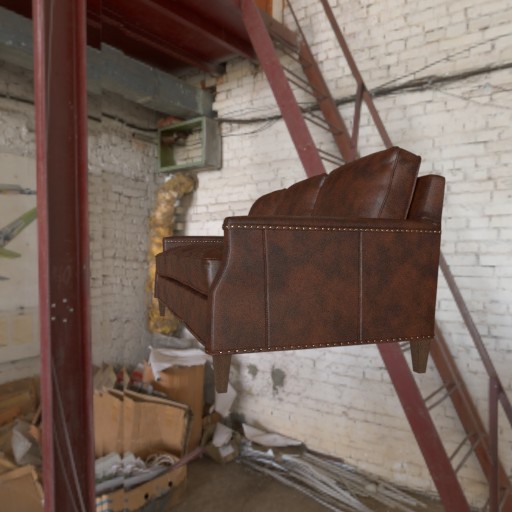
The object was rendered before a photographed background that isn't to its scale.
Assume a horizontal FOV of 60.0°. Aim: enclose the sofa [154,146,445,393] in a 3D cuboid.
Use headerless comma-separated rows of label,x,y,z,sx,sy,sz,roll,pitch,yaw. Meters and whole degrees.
sofa,0.000,0.000,2.804,1.084,1.003,2.240,0,0,-18
